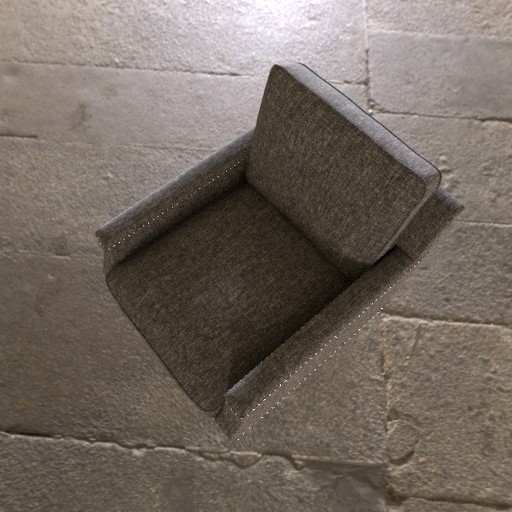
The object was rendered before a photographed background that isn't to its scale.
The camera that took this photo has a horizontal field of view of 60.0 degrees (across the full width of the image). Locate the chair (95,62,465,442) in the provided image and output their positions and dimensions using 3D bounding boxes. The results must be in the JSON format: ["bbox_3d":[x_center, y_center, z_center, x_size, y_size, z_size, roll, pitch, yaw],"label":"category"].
[{"bbox_3d":[0.000,0.000,1.670,1.014,0.943,0.853,-37,69,-17],"label":"chair"}]
